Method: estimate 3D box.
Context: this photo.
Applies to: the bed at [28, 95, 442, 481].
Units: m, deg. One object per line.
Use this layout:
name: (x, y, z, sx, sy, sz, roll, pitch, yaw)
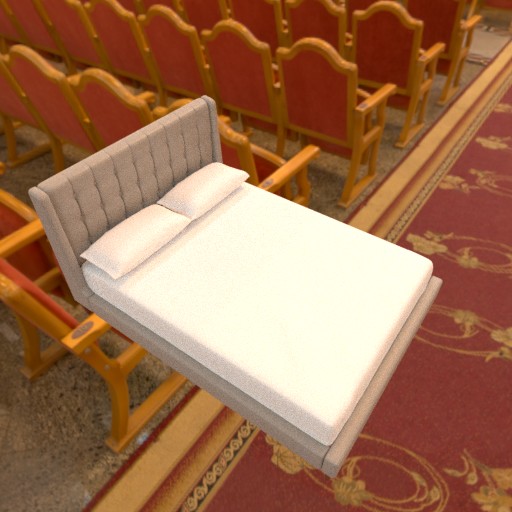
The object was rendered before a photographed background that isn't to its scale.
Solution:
bed: (0.000, 0.000, 3.077, 2.232, 1.147, 1.656, 26, 50, 25)
